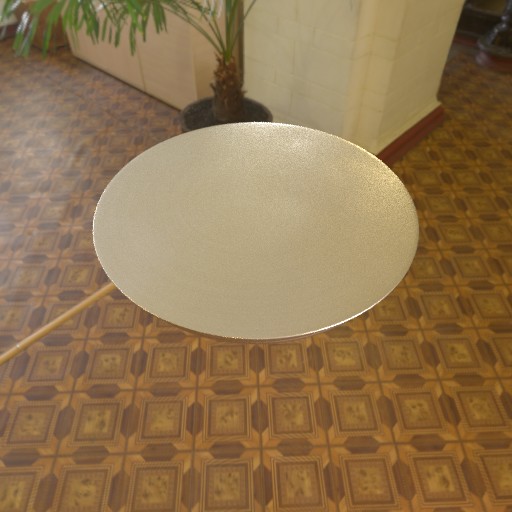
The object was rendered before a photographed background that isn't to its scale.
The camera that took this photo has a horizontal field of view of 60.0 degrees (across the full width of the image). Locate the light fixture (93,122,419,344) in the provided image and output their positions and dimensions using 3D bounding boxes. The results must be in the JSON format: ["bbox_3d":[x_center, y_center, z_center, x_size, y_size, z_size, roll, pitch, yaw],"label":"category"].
[{"bbox_3d":[0.000,0.000,0.439,0.280,0.135,0.280,0,46,0],"label":"light fixture"}]
